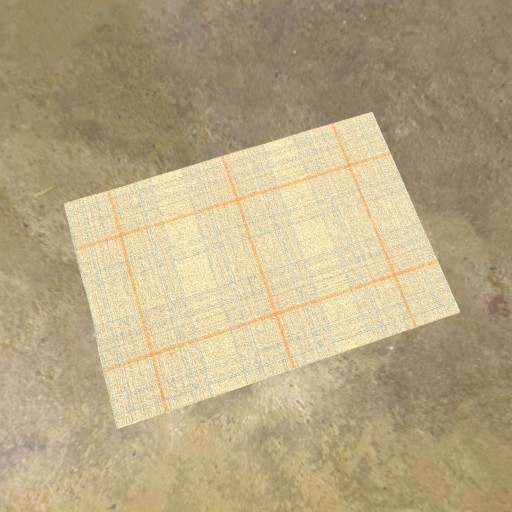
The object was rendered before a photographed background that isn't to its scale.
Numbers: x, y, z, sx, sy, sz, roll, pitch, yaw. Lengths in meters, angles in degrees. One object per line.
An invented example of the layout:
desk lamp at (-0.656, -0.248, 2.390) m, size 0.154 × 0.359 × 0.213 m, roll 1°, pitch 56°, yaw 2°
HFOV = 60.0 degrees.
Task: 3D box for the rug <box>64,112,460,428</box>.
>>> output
rug at (0.000, 0.000, 2.366) m, size 1.825 × 0.015 × 1.232 m, roll -18°, pitch 77°, yaw -4°
